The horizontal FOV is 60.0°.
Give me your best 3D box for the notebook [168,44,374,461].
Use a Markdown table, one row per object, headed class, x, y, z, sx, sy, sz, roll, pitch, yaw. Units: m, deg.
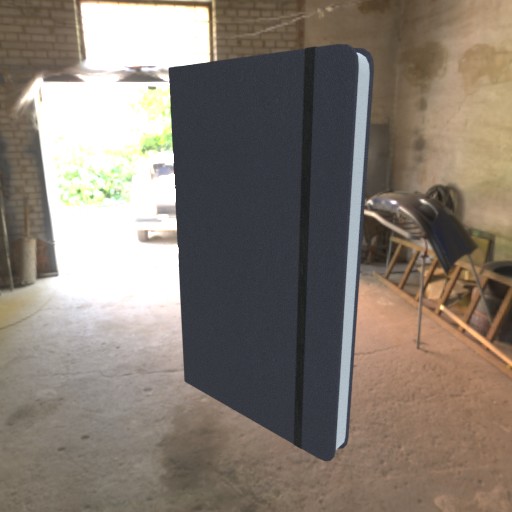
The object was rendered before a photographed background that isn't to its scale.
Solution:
| class | x | y | z | sx | sy | sz | roll | pitch | yaw |
| --- | --- | --- | --- | --- | --- | --- | --- | --- | --- |
| notebook | 0.000 | 0.000 | 0.258 | 0.127 | 0.213 | 0.016 | 14 | 21 | 40 |
